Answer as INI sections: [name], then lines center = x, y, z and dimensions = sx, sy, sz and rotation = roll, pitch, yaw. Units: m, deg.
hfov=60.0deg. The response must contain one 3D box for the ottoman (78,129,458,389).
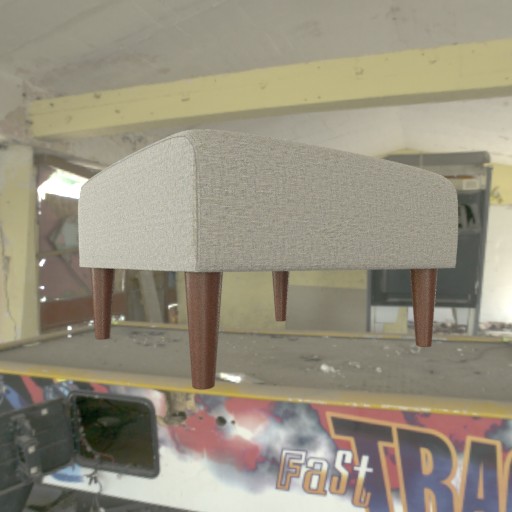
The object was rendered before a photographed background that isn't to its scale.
[ottoman]
center = 0.000, 0.000, 1.029
dimensions = 0.655, 0.399, 0.648
rotation = 0, -1, -35
